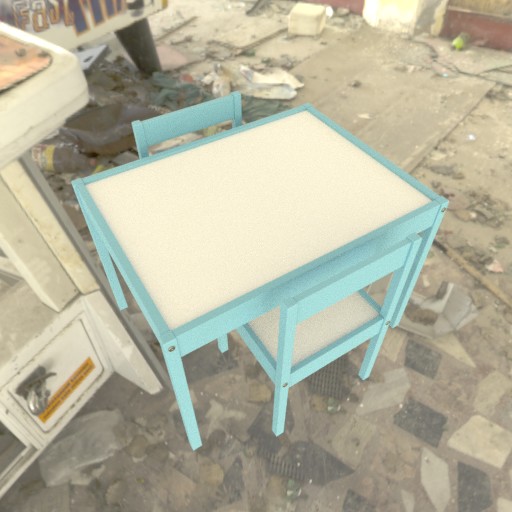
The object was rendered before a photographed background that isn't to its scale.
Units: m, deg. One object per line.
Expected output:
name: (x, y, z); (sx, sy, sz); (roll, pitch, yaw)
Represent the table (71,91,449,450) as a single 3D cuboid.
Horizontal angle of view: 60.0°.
table: (0.000, 0.000, 1.080); (0.639, 0.503, 0.633); (-25, 52, -21)
